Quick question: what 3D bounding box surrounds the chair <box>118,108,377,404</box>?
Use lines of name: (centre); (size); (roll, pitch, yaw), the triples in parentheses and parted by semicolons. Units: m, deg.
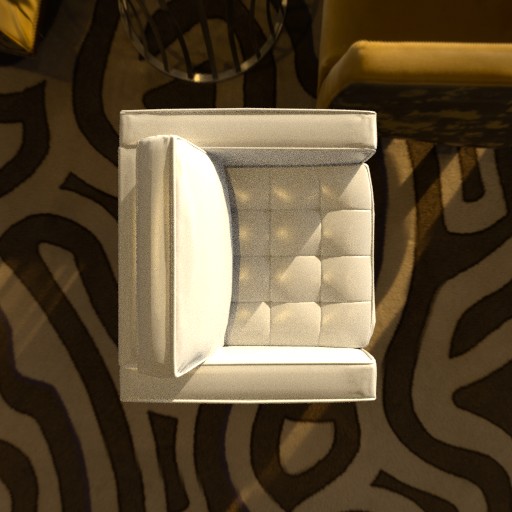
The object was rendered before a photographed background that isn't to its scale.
chair: (0.000, 0.000, 1.529); (0.843, 0.773, 0.928); (0, 90, -1)
